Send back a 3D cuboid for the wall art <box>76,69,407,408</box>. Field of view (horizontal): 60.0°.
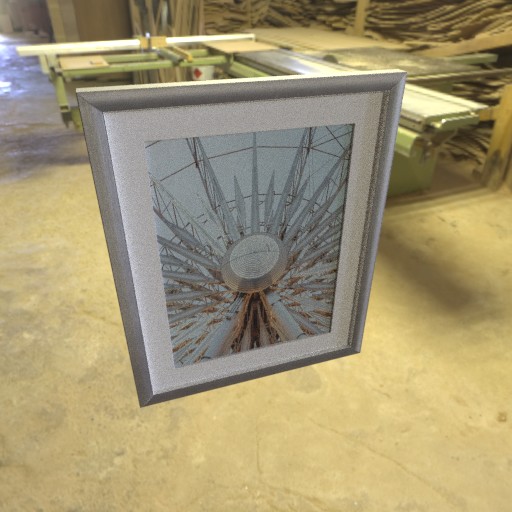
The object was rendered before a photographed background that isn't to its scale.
[{"bbox_3d":[0.000,0.000,0.742,0.458,0.558,0.029,-10,33,-15],"label":"wall art"}]
